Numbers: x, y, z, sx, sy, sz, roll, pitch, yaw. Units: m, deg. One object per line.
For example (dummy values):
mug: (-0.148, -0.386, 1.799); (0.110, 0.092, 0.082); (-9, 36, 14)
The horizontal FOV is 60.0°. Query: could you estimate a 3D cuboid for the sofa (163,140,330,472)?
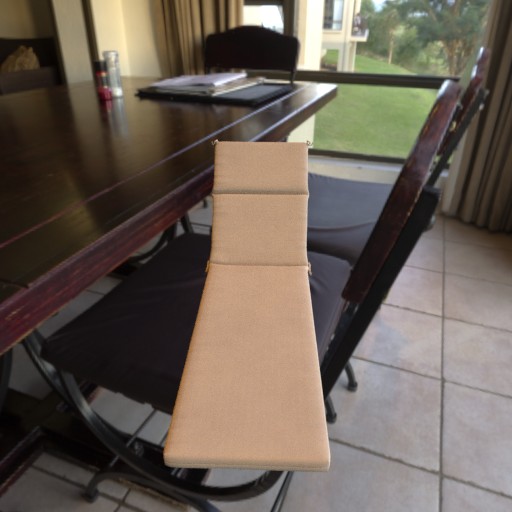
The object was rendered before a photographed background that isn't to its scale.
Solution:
sofa: (0.000, 0.000, 1.948); (0.582, 0.622, 1.663); (1, 29, 2)
